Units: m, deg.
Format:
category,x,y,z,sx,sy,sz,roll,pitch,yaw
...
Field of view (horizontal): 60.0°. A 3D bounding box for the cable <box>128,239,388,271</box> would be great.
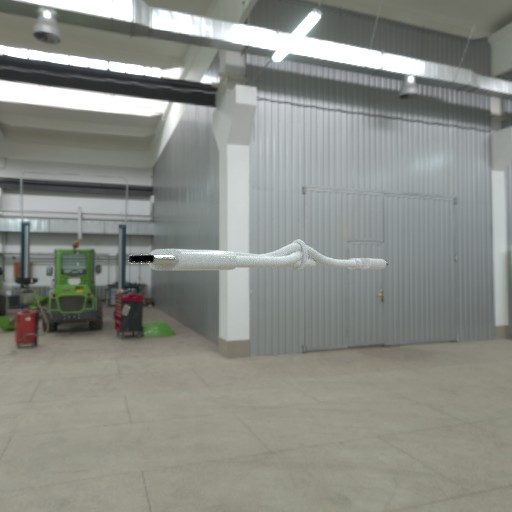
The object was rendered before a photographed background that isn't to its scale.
category,x,y,z,sx,sy,sz,roll,pitch,yaw
cable,0.000,0.000,0.213,0.070,0.014,0.186,-1,-2,35
